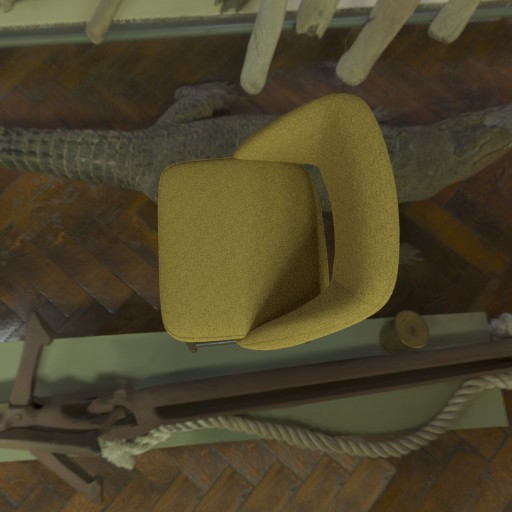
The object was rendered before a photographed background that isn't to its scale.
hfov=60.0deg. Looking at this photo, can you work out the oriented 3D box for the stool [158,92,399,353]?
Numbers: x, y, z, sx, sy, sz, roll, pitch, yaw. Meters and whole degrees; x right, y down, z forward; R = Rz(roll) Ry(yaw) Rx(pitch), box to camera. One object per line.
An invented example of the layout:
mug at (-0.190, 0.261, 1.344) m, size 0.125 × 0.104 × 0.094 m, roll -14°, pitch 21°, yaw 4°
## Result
stool at (0.000, 0.000, 1.251) m, size 0.522 × 0.939 × 0.536 m, roll -4°, pitch 76°, yaw -1°
